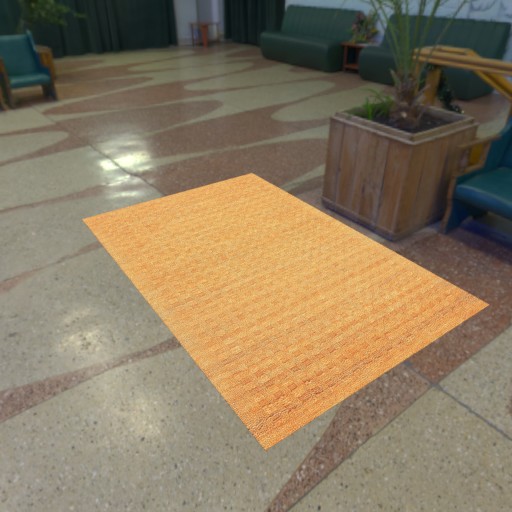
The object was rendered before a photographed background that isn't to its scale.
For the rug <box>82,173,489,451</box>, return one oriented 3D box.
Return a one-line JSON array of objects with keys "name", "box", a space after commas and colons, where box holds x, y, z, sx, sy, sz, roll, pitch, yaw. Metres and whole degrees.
[{"name": "rug", "box": [0.000, 0.000, 2.851, 1.524, 0.006, 2.285, -21, 38, -29]}]
